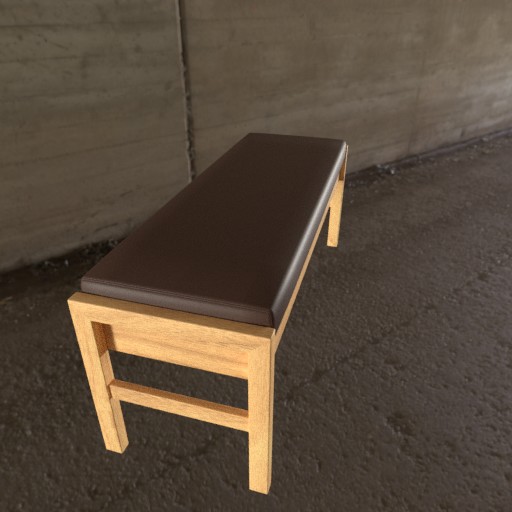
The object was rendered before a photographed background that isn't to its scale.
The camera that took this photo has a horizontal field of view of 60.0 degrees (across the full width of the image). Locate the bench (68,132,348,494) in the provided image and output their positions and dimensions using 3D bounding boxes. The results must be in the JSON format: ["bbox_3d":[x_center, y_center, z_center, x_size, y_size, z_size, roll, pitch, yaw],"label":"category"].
[{"bbox_3d":[0.000,0.000,1.401,0.405,0.480,1.200,8,31,14],"label":"bench"}]
